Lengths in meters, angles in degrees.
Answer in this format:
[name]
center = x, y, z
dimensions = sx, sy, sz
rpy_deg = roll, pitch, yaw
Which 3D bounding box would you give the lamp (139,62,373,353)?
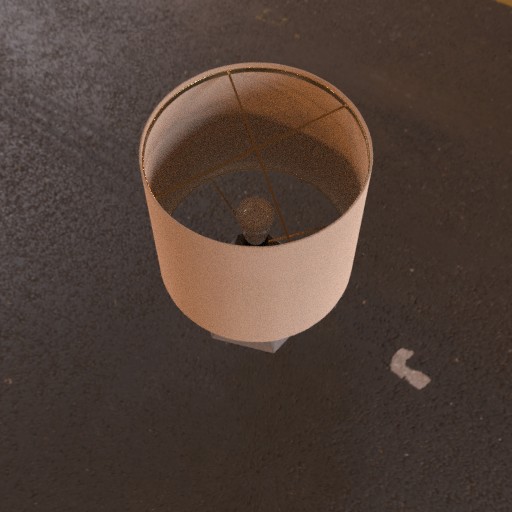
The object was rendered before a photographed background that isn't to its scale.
[lamp]
center = 0.000, 0.000, 0.661
dimensions = 0.276, 0.501, 0.276
rpy_deg = 0, 64, 0
